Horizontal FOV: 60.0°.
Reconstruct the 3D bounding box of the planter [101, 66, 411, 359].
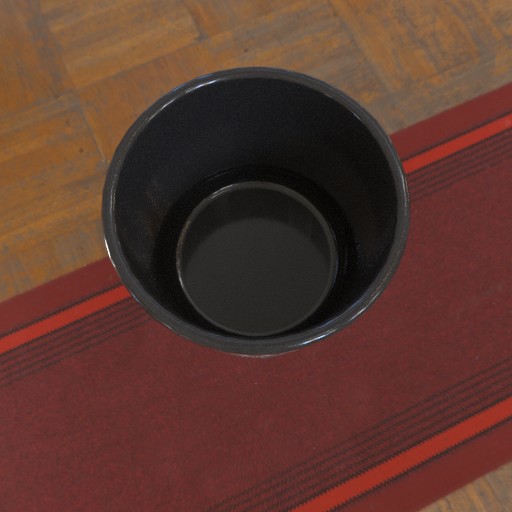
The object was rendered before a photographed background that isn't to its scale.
[{"bbox_3d":[0.000,0.000,0.526,0.251,0.355,0.251,19,75,5],"label":"planter"}]
